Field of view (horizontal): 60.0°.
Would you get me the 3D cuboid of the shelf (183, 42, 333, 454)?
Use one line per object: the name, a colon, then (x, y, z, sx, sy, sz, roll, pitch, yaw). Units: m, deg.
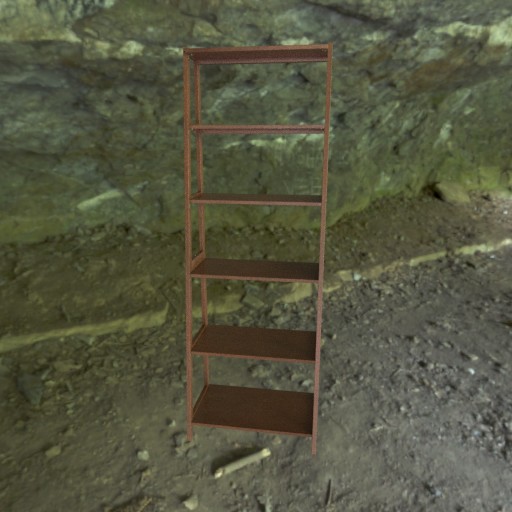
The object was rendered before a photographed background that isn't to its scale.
shelf: (0.000, 0.000, 2.162, 0.660, 1.892, 0.382, 2, 15, 9)
